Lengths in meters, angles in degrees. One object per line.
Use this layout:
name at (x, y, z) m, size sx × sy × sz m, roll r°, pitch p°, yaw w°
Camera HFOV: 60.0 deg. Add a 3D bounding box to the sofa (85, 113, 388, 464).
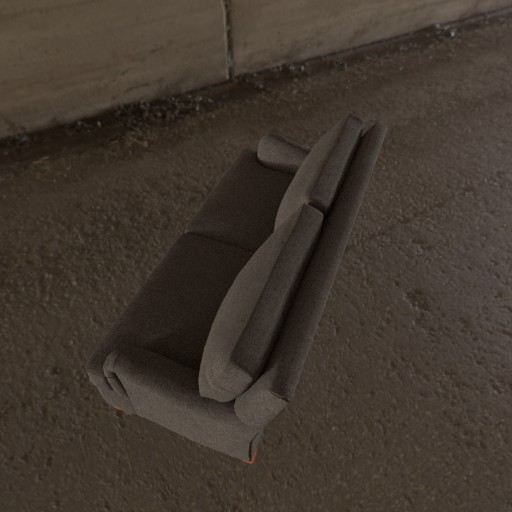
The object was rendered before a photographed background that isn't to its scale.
sofa at (0.000, 0.000, 2.760) m, size 1.087 × 1.054 × 2.160 m, roll 16°, pitch 49°, yaw 15°
